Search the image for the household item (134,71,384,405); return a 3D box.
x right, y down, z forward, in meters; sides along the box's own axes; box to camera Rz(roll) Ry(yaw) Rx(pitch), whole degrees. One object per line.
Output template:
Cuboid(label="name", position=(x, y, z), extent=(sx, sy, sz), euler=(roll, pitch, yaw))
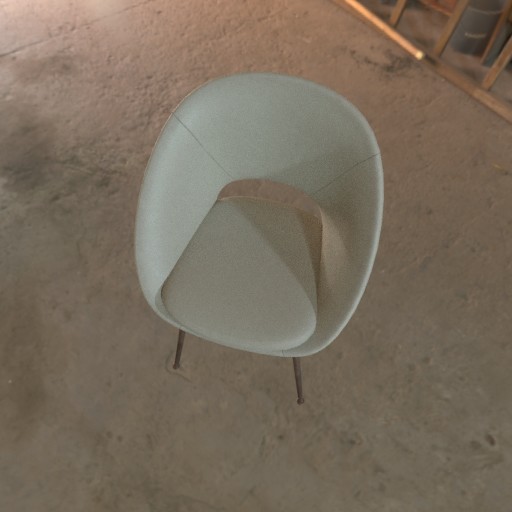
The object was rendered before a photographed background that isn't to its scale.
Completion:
Cuboid(label="household item", position=(0.000, 0.000, 1.303), extent=(0.623, 0.852, 0.573), euler=(13, 60, 8))
